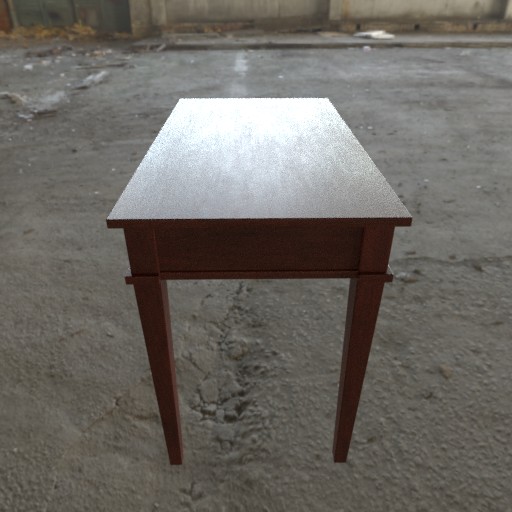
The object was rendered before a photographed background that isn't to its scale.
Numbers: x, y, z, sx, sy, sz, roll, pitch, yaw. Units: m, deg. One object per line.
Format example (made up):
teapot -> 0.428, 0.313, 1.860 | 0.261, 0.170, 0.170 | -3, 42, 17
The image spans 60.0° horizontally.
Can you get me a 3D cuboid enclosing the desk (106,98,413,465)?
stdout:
desk -> 0.000, 0.000, 1.415 | 0.549, 0.762, 1.001 | 0, 31, -1
